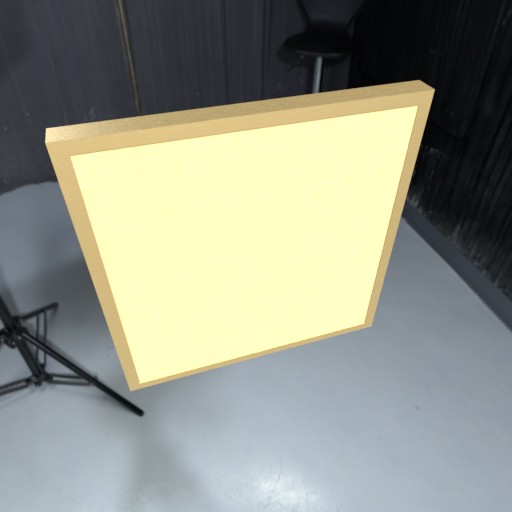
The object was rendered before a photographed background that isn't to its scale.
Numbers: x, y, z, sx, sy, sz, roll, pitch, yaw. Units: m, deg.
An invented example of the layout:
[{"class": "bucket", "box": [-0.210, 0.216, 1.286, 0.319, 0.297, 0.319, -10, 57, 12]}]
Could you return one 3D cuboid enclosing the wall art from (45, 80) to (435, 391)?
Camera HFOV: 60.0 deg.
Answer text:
[{"class": "wall art", "box": [0.000, 0.000, 1.861, 1.284, 1.284, 0.095, -12, 43, -13]}]
